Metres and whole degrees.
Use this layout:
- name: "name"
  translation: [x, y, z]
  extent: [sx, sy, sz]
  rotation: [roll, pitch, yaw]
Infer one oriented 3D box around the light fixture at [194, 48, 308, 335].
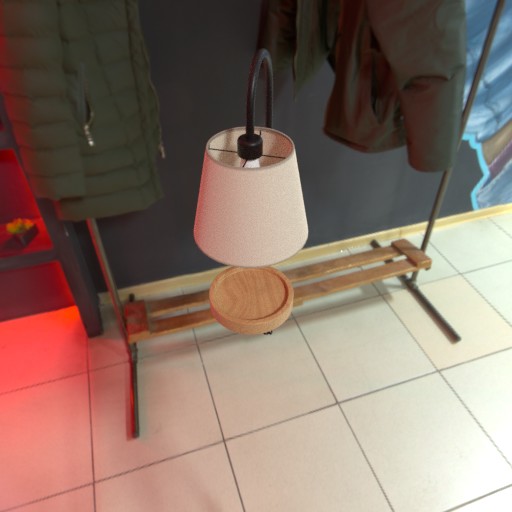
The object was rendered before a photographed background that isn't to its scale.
- name: "light fixture"
  translation: [0.000, 0.000, 0.951]
  extent: [0.220, 0.821, 0.299]
  rotation: [10, 42, 11]
